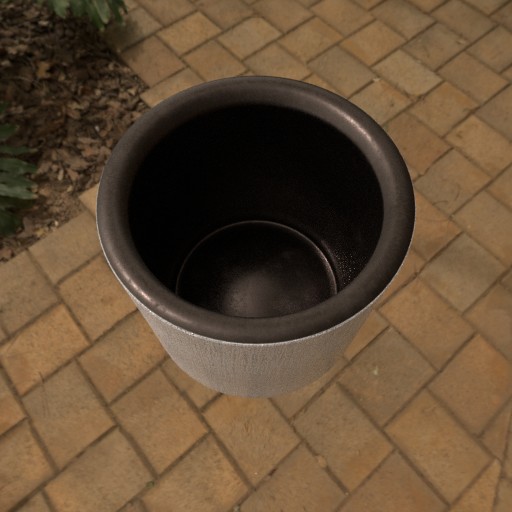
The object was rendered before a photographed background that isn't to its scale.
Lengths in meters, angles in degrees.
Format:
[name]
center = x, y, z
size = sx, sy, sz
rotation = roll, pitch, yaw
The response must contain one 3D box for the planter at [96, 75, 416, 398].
[planter]
center = 0.000, 0.000, 0.288
size = 0.160, 0.156, 0.160
rotation = 0, 64, 0
